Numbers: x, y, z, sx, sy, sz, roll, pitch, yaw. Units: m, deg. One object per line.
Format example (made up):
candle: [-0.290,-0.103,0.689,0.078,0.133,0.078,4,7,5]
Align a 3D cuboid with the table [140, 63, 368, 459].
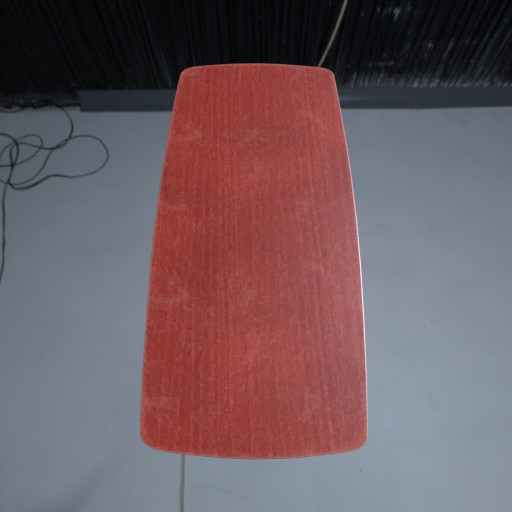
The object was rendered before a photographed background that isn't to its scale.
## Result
table: [0.000,0.000,1.448,0.561,0.473,1.216,0,64,0]
